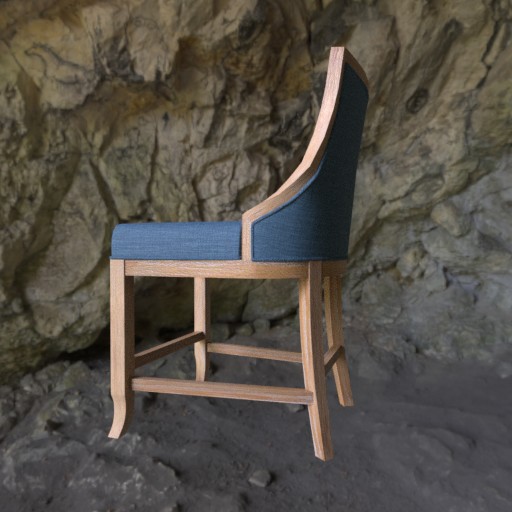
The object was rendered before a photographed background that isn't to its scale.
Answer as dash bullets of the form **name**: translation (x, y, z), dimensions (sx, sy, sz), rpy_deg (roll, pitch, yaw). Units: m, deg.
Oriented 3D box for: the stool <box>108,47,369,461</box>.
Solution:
- **stool**: translation (0.000, 0.000, 1.279), dimensions (0.626, 0.938, 0.524), rpy_deg (0, 1, 20)
